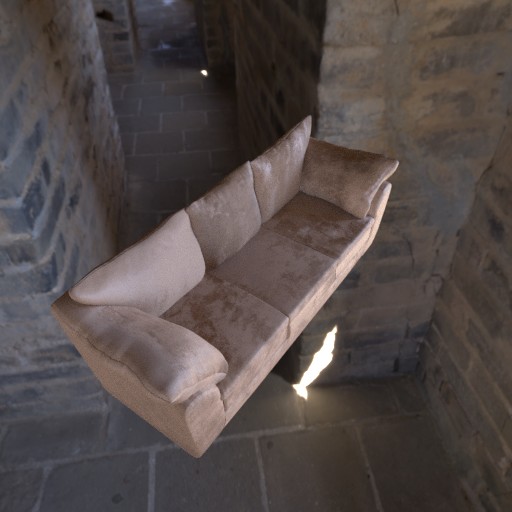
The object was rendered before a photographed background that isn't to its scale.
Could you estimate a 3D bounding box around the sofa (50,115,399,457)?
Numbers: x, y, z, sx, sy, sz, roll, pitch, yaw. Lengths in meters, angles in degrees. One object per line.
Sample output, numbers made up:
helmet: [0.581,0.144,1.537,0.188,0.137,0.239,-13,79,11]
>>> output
sofa: [0.000,0.000,2.817,0.893,0.981,2.377,25,47,26]
